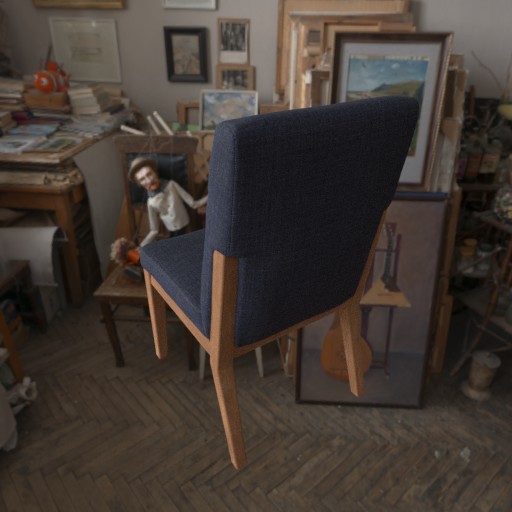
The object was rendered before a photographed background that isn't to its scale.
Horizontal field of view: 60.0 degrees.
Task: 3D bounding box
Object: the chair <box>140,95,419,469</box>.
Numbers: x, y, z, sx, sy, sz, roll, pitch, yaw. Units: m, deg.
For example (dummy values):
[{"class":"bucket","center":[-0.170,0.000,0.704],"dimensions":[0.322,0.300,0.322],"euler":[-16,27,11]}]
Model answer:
[{"class":"chair","center":[0.000,0.000,1.262],"dimensions":[0.507,0.911,0.586],"euler":[-18,34,-29]}]
